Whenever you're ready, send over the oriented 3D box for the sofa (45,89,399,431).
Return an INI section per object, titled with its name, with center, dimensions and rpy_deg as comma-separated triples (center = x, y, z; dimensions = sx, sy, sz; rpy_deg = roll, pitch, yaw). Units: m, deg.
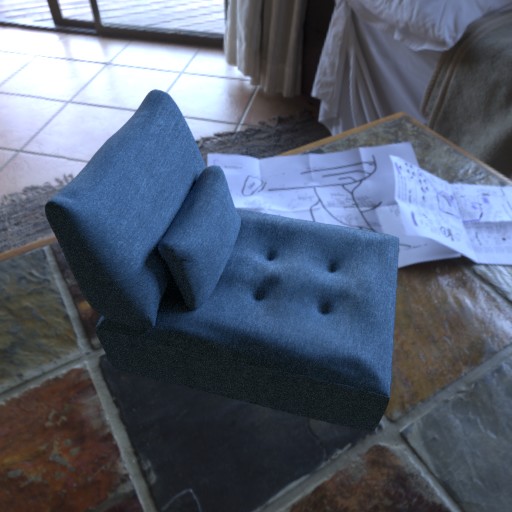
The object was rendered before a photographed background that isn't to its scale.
[sofa]
center = 0.000, 0.000, 1.529
dimensions = 1.000, 0.820, 0.700
rpy_deg = 11, 48, 10
